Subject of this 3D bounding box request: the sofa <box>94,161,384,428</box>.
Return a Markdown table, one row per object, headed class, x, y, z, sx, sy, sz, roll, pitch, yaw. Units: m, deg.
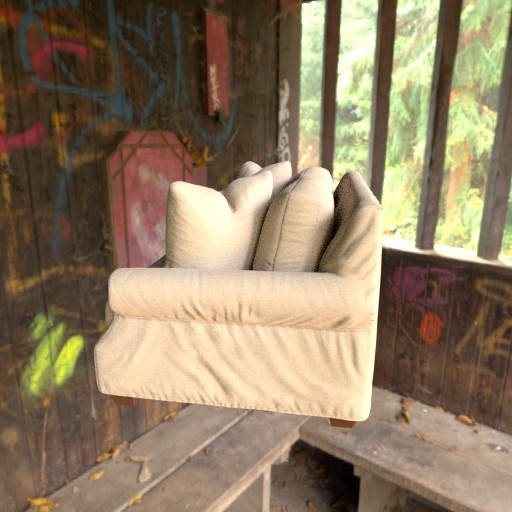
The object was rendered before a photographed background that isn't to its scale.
| class | x | y | z | sx | sy | sz | roll | pitch | yaw |
| --- | --- | --- | --- | --- | --- | --- | --- | --- | --- |
| sofa | 0.000 | 0.000 | 2.225 | 1.070 | 0.905 | 1.550 | 2 | 15 | 9 |
